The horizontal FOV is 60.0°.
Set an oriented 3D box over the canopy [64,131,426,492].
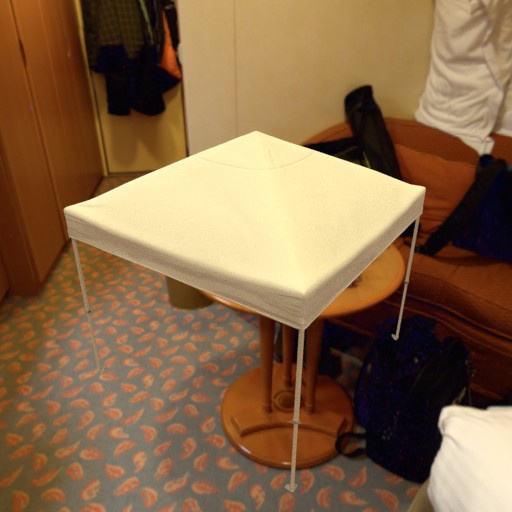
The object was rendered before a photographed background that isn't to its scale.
[{"bbox_3d":[0.000,0.000,5.413,2.998,2.997,2.996,18,32,31],"label":"canopy"}]
